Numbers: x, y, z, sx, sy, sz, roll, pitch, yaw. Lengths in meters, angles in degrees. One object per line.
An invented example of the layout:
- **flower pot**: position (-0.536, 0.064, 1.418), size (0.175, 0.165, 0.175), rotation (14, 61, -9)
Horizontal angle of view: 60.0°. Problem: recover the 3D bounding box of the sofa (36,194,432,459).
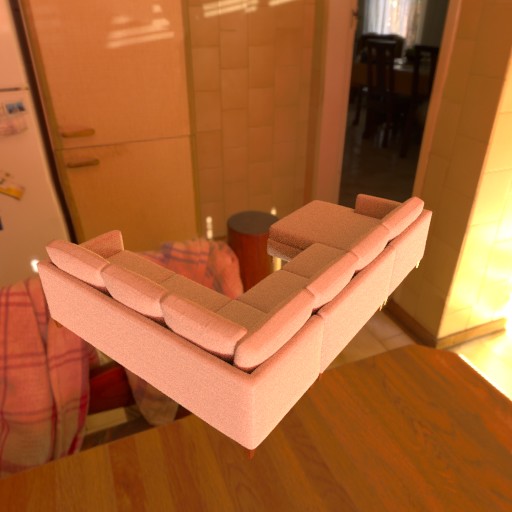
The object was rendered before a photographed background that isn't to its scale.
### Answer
- **sofa**: position (0.000, 0.000, 4.750), size (2.594, 0.961, 3.460), rotation (21, 36, 32)
